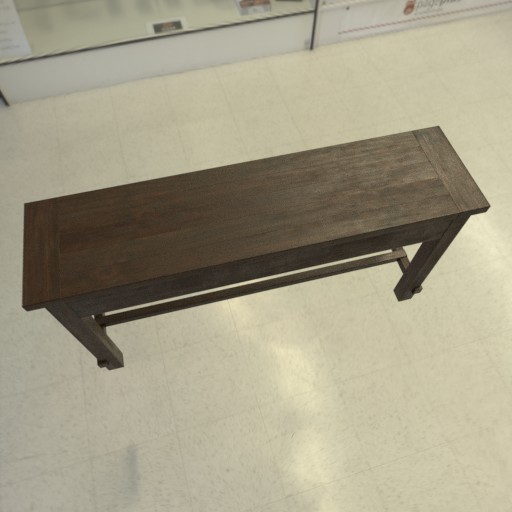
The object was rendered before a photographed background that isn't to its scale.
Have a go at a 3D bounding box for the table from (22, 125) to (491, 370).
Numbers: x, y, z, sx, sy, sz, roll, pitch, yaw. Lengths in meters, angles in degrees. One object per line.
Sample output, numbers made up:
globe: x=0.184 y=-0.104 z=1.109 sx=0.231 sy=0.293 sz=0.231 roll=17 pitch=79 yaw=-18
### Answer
table: x=0.000 y=0.000 z=1.897 sx=1.599 sy=0.762 sz=0.442 roll=-12 pitch=60 yaw=-7
